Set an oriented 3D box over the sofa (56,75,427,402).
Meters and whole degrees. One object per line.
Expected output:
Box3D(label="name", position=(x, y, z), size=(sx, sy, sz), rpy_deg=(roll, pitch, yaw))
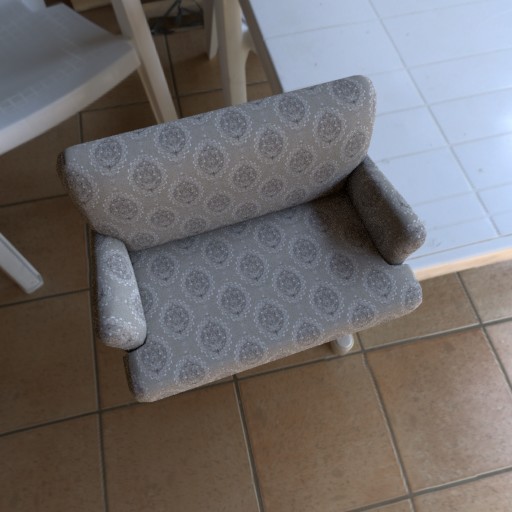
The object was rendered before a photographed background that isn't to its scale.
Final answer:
Box3D(label="sofa", position=(0.000, 0.000, 1.798), size=(1.297, 0.889, 0.779), rpy_deg=(-17, 64, -8))
